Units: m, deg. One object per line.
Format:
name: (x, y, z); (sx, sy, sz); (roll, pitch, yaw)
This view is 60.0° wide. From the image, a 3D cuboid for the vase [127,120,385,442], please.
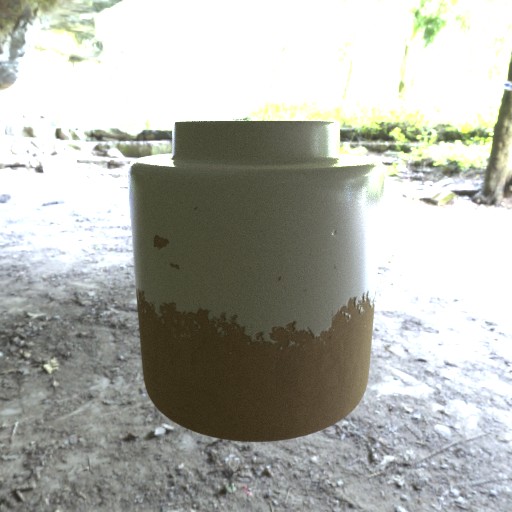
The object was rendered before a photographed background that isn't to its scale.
vase: (0.000, 0.000, 0.287); (0.153, 0.167, 0.153); (0, 16, 0)
